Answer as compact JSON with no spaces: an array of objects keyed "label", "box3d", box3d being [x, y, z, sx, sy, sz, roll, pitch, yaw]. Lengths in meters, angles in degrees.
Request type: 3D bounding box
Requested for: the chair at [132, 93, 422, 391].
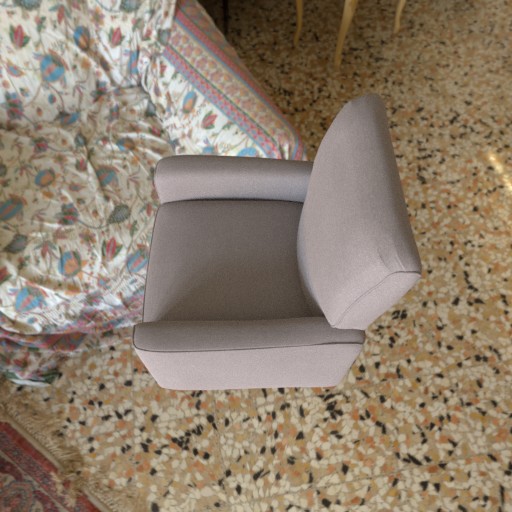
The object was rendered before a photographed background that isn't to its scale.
[{"label":"chair","box3d":[0.000,0.000,1.688,0.859,1.023,0.845,-1,59,0]}]
